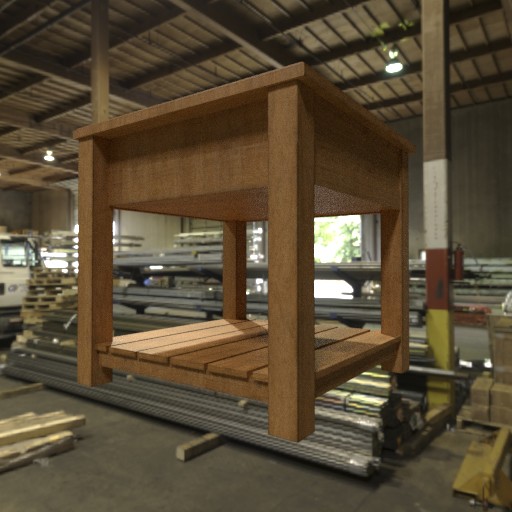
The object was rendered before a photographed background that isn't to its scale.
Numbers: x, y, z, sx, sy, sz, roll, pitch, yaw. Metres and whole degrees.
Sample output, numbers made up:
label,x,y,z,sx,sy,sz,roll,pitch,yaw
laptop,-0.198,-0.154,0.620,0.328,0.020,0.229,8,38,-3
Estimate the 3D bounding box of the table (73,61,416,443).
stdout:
label,x,y,z,sx,sy,sz,roll,pitch,yaw
table,0.000,0.000,1.105,0.616,0.593,0.612,-1,-1,35
